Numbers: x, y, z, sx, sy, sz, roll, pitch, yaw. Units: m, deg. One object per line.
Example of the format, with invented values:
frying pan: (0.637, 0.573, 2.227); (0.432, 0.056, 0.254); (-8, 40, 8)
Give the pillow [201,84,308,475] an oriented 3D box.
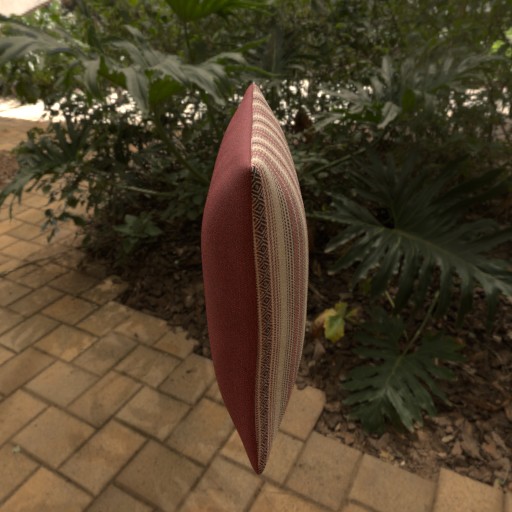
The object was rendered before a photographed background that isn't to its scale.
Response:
pillow: (0.000, 0.000, 0.786); (0.166, 0.497, 0.513); (0, 30, 0)
